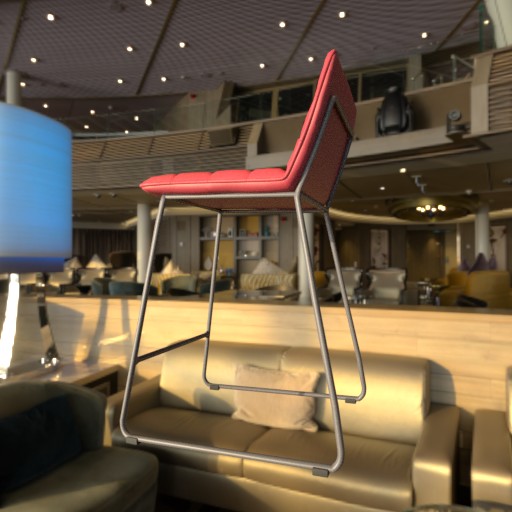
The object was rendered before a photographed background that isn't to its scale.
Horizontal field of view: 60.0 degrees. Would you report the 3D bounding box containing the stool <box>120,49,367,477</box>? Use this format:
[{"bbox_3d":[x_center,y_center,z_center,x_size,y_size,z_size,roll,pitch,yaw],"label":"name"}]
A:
[{"bbox_3d":[0.000,0.000,1.167,0.524,0.866,0.489,0,-1,19],"label":"stool"}]
